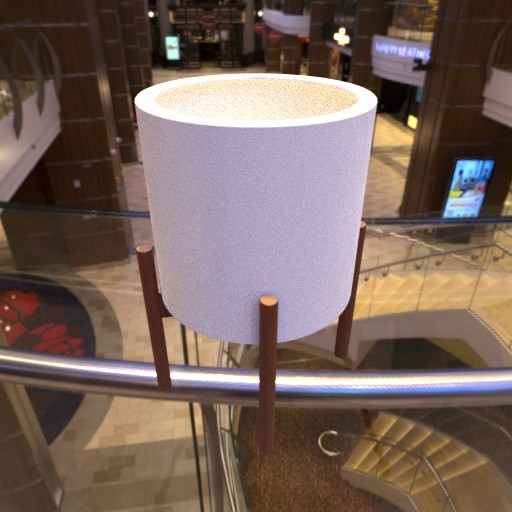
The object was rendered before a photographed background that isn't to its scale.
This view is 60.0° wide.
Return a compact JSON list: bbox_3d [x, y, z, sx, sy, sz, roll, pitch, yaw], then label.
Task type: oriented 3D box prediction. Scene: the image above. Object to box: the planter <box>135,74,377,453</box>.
[{"bbox_3d":[0.000,0.000,0.956,0.417,0.670,0.417,20,37,30],"label":"planter"}]
